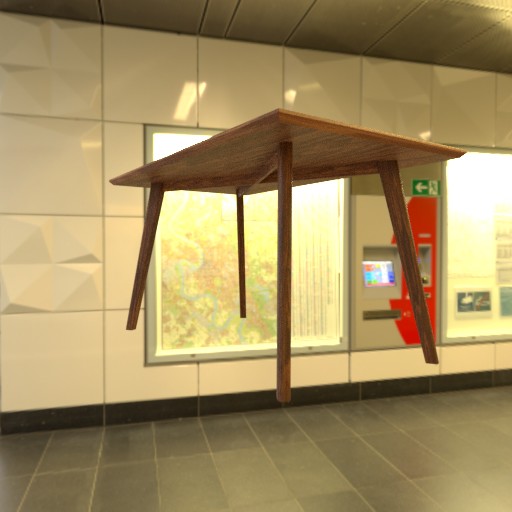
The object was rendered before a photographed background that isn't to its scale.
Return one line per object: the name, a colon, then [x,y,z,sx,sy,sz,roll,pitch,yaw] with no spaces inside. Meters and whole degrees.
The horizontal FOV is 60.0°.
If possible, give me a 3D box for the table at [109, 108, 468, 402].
table: [0.000,0.000,1.827,0.801,0.724,1.349,-1,1,-35]
